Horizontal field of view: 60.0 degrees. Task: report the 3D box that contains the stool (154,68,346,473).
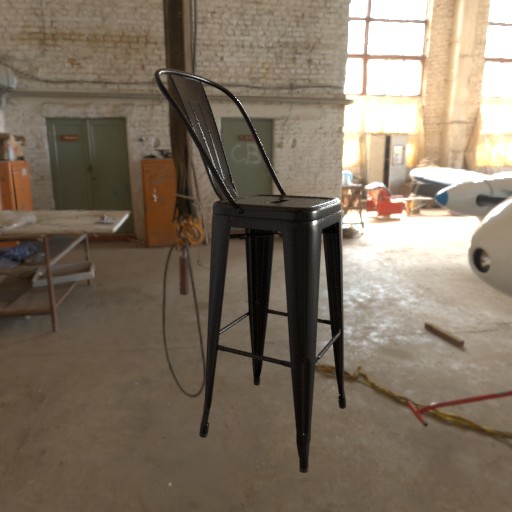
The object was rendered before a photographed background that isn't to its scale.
[{"bbox_3d":[0.000,0.000,1.360,0.513,1.096,0.399,7,15,27],"label":"stool"}]
